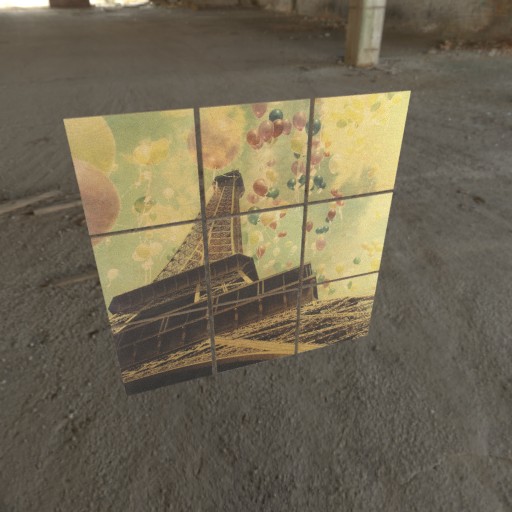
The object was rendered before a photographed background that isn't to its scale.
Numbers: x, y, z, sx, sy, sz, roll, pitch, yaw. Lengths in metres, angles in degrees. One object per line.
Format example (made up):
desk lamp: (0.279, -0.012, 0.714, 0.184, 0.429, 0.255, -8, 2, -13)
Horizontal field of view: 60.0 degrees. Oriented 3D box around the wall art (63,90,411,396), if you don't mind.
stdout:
wall art: (0.000, 0.000, 1.818, 1.219, 1.218, 0.013, -10, 34, -16)
